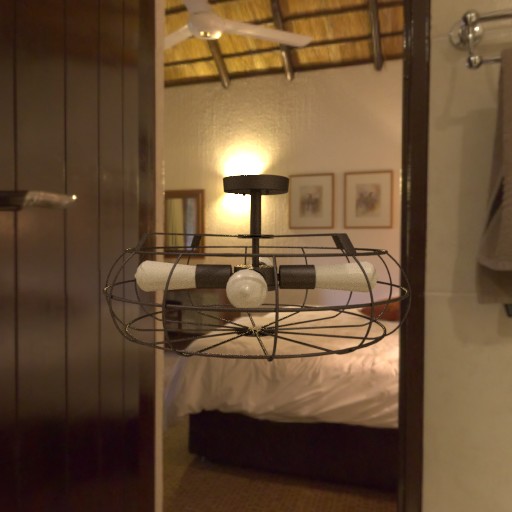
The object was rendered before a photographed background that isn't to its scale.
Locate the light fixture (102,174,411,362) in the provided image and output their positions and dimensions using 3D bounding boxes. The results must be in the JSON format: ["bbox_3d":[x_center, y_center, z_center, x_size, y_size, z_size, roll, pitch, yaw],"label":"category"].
[{"bbox_3d":[0.000,0.000,0.888,0.582,0.311,0.582,0,1,0],"label":"light fixture"}]
